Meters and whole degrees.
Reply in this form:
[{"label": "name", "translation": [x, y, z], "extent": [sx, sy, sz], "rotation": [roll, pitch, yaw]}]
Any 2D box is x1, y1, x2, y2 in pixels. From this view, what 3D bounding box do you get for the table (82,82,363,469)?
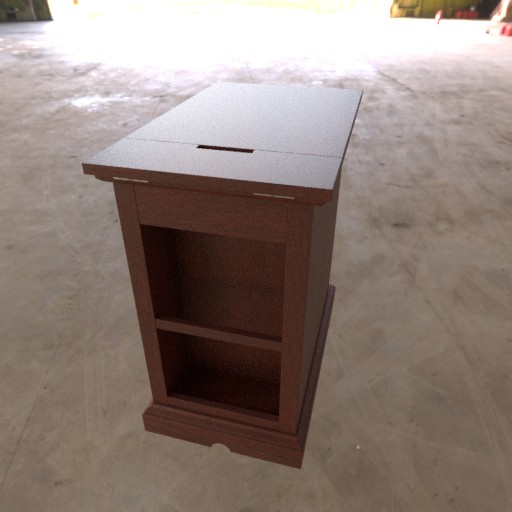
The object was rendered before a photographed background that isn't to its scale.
[{"label": "table", "translation": [0.000, 0.000, 0.992], "extent": [0.356, 0.612, 0.584], "rotation": [8, 33, 13]}]
